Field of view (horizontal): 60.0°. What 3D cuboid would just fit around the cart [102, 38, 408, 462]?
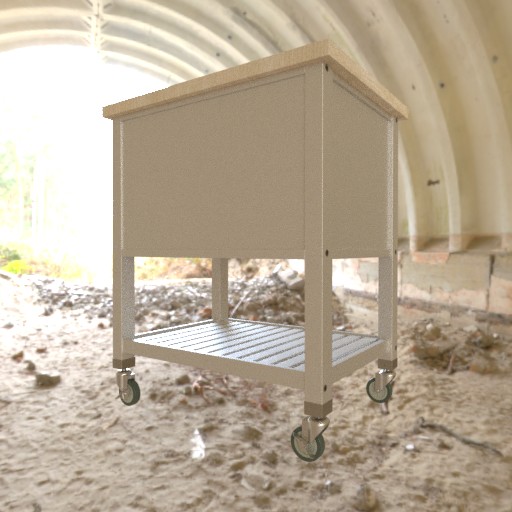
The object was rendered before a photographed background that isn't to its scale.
[{"bbox_3d":[0.000,0.000,1.370,0.762,0.914,0.559,1,1,35],"label":"cart"}]
